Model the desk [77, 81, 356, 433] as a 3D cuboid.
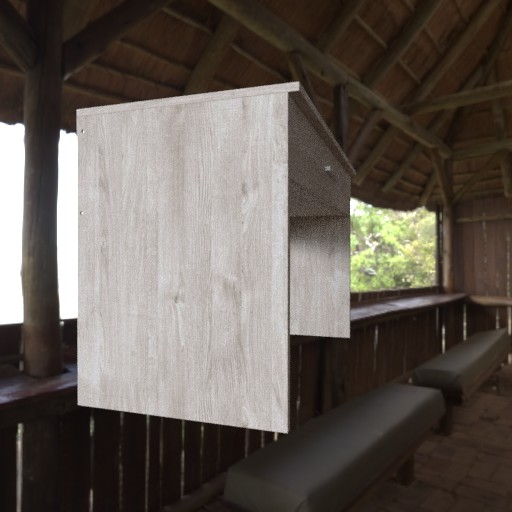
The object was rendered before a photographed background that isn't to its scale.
[{"bbox_3d":[0.000,0.000,1.525,0.560,0.730,1.100,0,1,19],"label":"desk"}]
